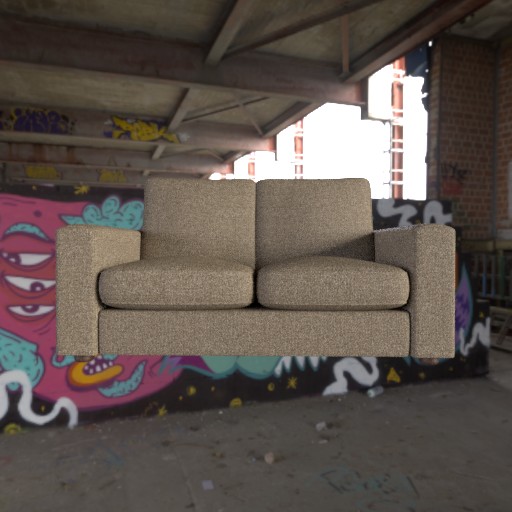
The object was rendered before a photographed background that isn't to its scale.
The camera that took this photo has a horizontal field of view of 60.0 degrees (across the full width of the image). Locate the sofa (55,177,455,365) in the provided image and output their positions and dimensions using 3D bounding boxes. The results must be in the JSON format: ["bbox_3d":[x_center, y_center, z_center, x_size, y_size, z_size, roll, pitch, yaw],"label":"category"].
[{"bbox_3d":[0.000,0.000,2.237,1.616,0.873,1.016,0,1,1],"label":"sofa"}]
